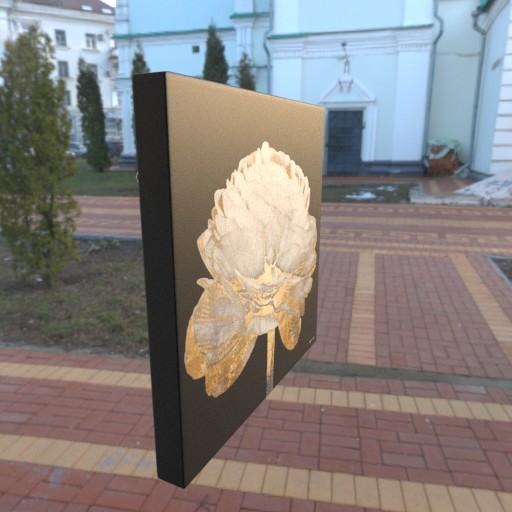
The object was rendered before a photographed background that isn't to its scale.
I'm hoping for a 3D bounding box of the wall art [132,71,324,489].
[{"bbox_3d":[0.000,0.000,0.593,0.041,0.407,0.406,7,16,26],"label":"wall art"}]
